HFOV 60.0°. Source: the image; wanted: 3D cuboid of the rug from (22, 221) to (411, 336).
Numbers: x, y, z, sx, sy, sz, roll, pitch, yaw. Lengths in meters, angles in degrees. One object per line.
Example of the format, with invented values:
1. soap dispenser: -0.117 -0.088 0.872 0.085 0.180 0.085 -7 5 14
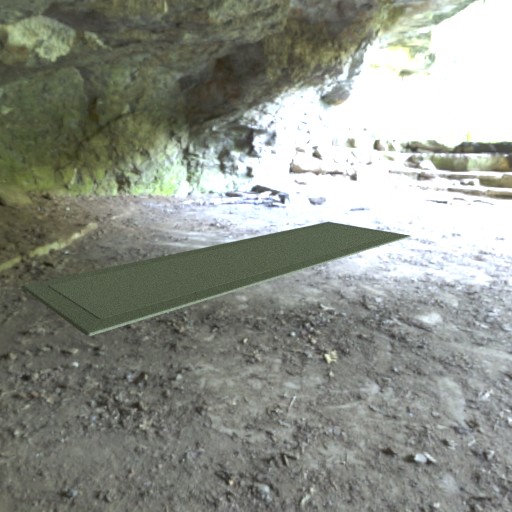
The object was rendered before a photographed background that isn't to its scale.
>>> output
1. rug: 0.000 0.000 2.697 2.430 0.012 0.759 -14 20 -42
